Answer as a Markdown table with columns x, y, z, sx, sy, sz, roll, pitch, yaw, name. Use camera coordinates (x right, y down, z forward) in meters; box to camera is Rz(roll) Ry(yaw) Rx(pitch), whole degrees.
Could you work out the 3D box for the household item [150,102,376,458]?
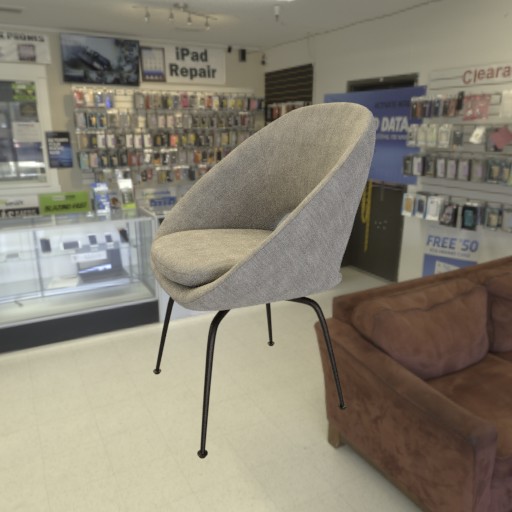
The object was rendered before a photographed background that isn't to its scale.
| x | y | z | sx | sy | sz | roll | pitch | yaw | name |
| --- | --- | --- | --- | --- | --- | --- | --- | --- | --- |
| 0.000 | 0.000 | 1.311 | 0.587 | 0.869 | 0.643 | -8 | 18 | -26 | household item |
